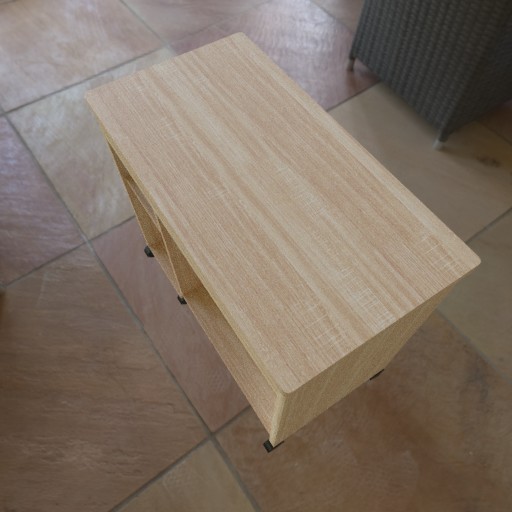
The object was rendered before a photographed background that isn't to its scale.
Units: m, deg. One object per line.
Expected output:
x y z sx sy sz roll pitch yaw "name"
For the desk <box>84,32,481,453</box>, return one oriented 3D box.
0.000 0.000 1.313 0.480 0.770 0.884 -29 64 -16 "desk"
